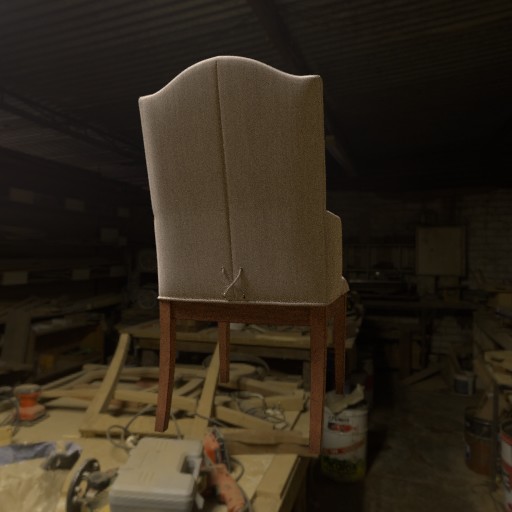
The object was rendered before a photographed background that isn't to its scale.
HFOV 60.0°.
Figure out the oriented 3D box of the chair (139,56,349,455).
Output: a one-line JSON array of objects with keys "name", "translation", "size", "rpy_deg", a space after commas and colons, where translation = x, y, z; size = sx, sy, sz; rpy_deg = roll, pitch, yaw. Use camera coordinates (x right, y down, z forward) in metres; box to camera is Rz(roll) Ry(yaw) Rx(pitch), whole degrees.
[{"name": "chair", "translation": [0.000, 0.000, 1.411], "size": [0.533, 1.016, 0.641], "rpy_deg": [0, 1, 18]}]
